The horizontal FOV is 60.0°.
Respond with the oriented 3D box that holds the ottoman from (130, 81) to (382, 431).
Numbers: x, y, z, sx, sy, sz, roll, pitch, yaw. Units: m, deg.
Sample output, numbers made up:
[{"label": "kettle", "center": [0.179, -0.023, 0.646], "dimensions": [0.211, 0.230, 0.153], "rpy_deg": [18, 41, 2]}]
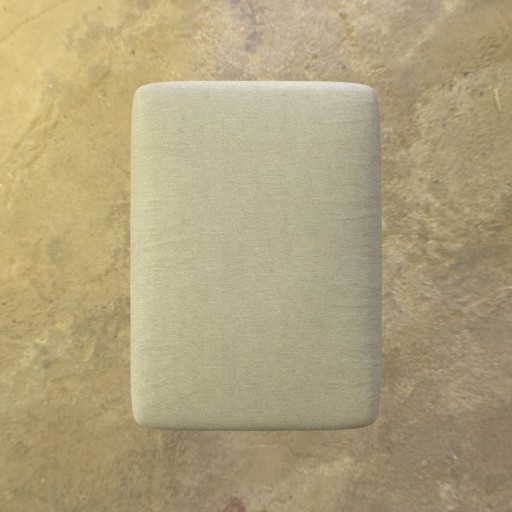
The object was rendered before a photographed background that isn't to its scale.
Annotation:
[{"label": "ottoman", "center": [0.000, 0.000, 1.054], "dimensions": [0.528, 0.404, 0.735], "rpy_deg": [0, 90, 0]}]
